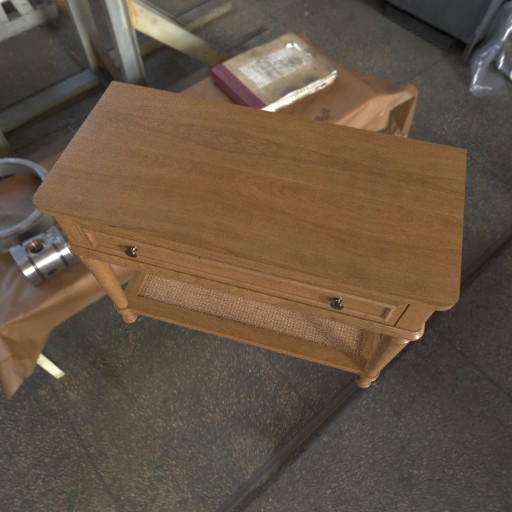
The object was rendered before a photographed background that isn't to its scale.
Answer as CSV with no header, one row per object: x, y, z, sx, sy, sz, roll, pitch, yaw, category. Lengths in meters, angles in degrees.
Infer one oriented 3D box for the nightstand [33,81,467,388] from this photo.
0.000,0.000,1.304,0.914,0.700,0.432,14,60,8,nightstand
